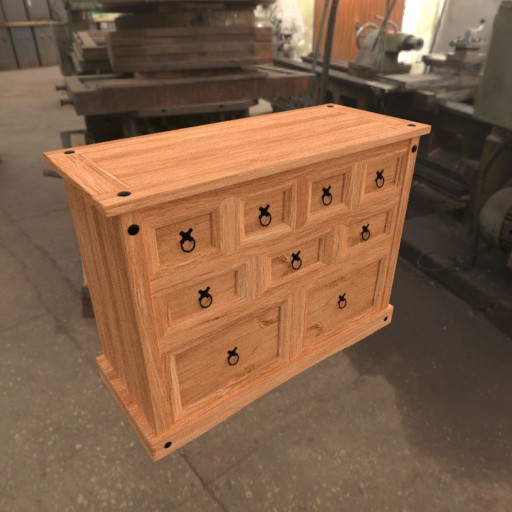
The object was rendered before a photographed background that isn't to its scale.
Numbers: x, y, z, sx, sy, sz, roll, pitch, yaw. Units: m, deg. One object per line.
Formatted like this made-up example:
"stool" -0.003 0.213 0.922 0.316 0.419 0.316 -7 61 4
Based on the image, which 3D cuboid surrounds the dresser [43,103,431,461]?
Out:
"dresser" 0.000 0.000 1.376 0.990 0.740 0.410 -21 36 -31
